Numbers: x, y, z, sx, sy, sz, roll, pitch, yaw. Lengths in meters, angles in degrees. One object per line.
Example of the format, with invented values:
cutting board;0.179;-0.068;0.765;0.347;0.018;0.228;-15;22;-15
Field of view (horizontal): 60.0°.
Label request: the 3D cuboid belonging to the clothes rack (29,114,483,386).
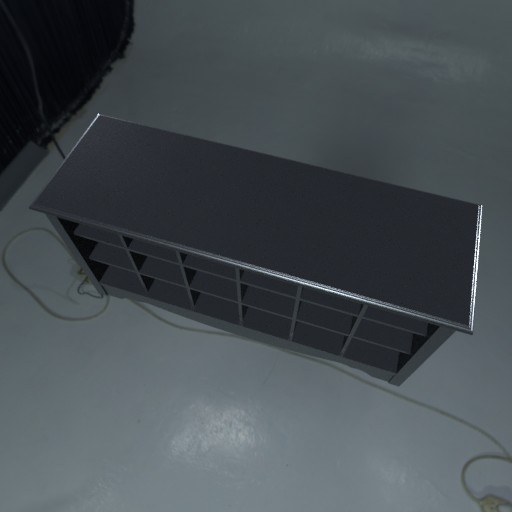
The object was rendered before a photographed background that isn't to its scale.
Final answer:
clothes rack;0.000;0.000;1.481;1.219;0.556;0.406;16;60;9
